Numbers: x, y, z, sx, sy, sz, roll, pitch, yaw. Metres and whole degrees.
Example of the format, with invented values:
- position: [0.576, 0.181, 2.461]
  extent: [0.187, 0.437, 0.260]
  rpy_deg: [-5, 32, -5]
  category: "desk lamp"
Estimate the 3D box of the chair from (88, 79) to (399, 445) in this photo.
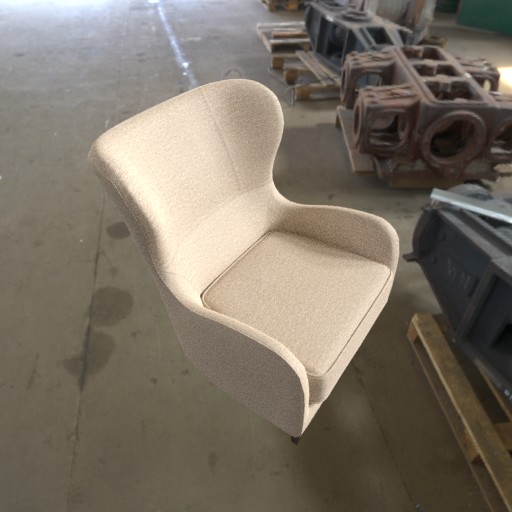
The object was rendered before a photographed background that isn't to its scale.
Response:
- position: [0.000, 0.000, 1.790]
  extent: [0.984, 1.064, 0.861]
  rpy_deg: [24, 47, 25]
  category: "chair"
